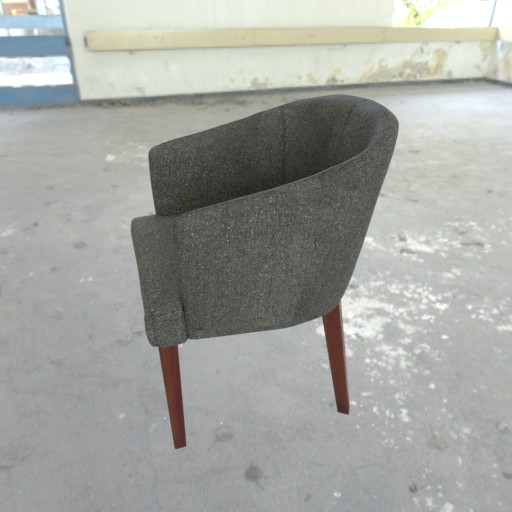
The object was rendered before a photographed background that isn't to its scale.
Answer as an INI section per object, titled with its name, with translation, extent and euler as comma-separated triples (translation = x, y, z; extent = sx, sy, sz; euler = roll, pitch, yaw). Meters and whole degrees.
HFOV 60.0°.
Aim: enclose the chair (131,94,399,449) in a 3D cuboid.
[chair]
translation = 0.000, 0.000, 1.245
extent = 0.655, 0.811, 0.583
euler = -9, 31, -15
